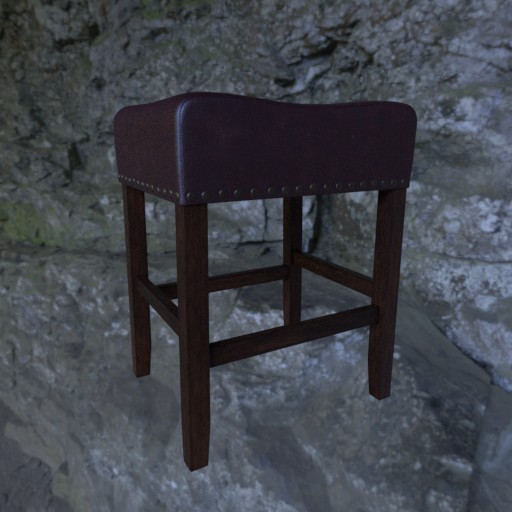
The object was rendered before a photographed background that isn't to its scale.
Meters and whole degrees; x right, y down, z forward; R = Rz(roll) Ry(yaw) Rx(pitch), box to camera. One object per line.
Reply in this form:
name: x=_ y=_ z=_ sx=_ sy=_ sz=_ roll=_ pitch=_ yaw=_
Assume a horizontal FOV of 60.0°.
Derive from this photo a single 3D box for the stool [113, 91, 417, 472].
stool: x=0.000 y=0.000 z=0.932 sx=0.465 sy=0.608 sz=0.397 roll=-8 pitch=17 yaw=-28
